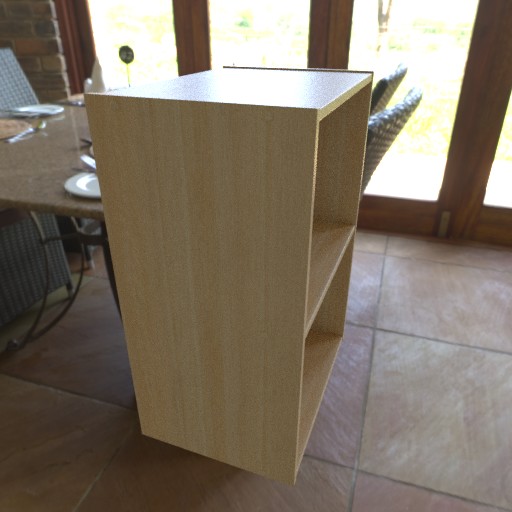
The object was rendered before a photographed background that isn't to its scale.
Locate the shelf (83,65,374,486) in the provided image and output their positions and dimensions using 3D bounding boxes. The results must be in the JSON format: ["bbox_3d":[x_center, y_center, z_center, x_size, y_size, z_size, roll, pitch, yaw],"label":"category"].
[{"bbox_3d":[0.000,0.000,0.797,0.290,0.592,0.414,10,30,19],"label":"shelf"}]
